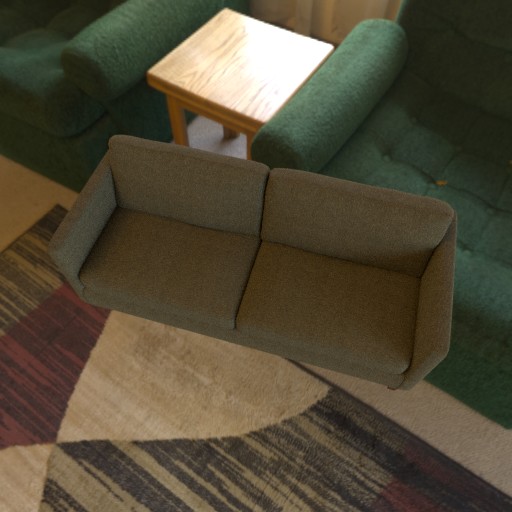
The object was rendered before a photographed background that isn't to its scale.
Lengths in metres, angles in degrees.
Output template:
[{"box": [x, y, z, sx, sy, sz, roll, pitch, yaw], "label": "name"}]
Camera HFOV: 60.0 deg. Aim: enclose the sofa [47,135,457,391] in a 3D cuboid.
[{"box": [0.000, 0.000, 2.743, 2.208, 0.965, 0.948, 14, 59, 9], "label": "sofa"}]
